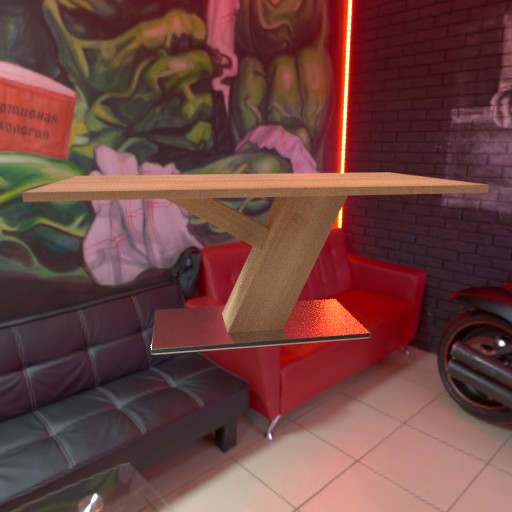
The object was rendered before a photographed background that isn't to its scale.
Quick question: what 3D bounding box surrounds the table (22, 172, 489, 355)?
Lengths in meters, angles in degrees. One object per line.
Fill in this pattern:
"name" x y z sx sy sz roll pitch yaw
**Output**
"table" 0.000 0.000 2.204 1.800 0.750 0.900 -2 14 -10
